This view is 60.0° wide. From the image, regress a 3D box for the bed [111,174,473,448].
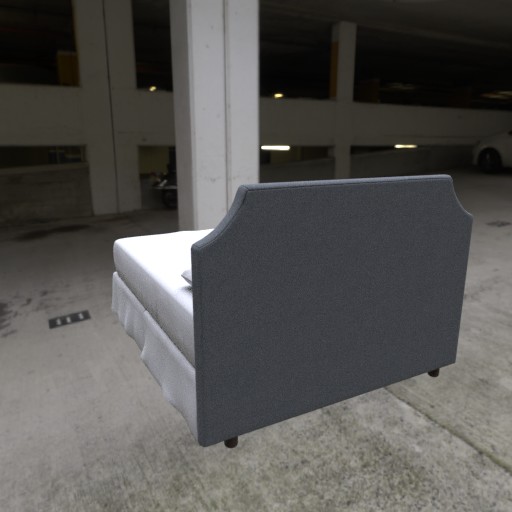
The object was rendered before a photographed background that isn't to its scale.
[{"bbox_3d":[0.000,0.000,3.328,1.811,1.296,2.259,-8,16,-27],"label":"bed"}]
